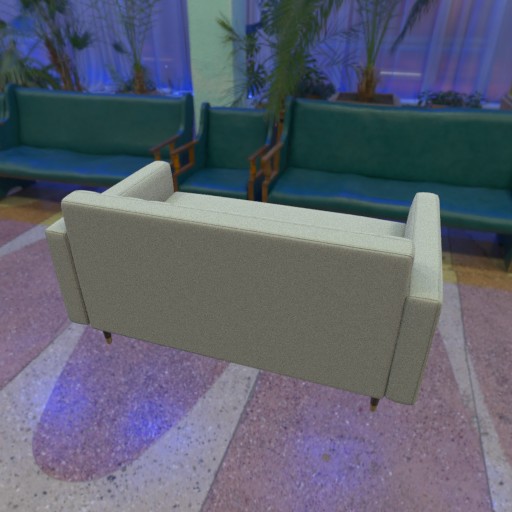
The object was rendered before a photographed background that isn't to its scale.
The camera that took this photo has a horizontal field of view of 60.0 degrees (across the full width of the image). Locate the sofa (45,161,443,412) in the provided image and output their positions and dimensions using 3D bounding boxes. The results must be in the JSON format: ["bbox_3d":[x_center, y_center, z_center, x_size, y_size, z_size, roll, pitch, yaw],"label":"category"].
[{"bbox_3d":[0.000,0.000,2.135,1.585,0.801,0.950,10,32,16],"label":"sofa"}]
